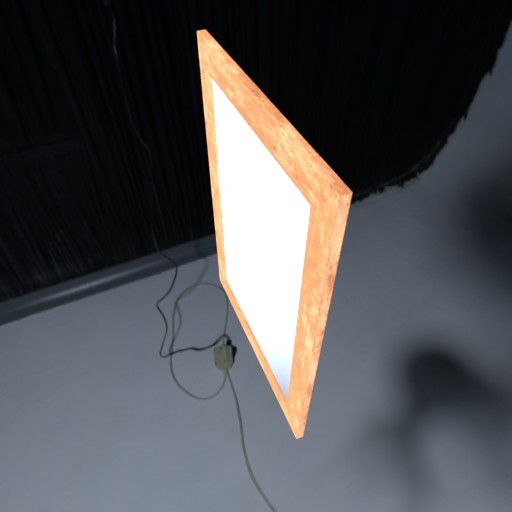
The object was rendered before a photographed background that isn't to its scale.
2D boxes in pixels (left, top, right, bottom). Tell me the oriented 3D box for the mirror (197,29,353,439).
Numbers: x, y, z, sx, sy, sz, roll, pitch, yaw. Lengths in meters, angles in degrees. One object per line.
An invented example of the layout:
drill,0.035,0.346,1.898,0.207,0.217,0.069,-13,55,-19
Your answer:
mirror,0.000,0.000,1.411,0.028,1.099,0.796,-17,49,-15
